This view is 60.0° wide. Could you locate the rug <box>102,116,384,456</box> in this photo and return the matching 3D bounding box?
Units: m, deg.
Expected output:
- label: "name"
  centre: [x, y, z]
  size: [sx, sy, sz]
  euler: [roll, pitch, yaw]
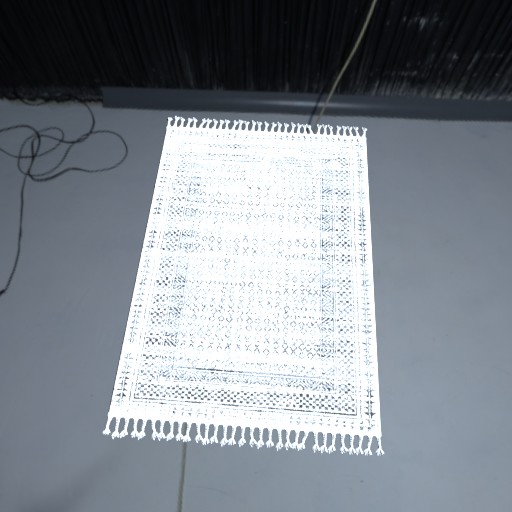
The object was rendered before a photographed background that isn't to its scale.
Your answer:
- label: "rug"
  centre: [0.000, 0.000, 2.339]
  size: [1.243, 0.013, 1.872]
  euler: [4, 64, 2]
